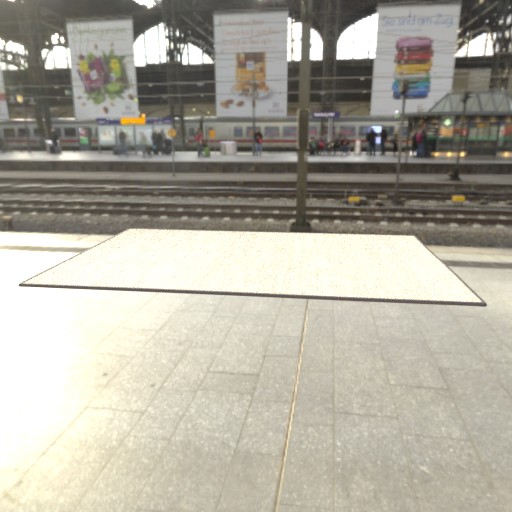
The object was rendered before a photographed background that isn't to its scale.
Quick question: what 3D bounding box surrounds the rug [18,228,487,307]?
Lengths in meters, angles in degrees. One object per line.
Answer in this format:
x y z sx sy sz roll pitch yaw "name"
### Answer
0.000 0.000 2.072 1.676 0.013 1.067 2 15 7 "rug"
